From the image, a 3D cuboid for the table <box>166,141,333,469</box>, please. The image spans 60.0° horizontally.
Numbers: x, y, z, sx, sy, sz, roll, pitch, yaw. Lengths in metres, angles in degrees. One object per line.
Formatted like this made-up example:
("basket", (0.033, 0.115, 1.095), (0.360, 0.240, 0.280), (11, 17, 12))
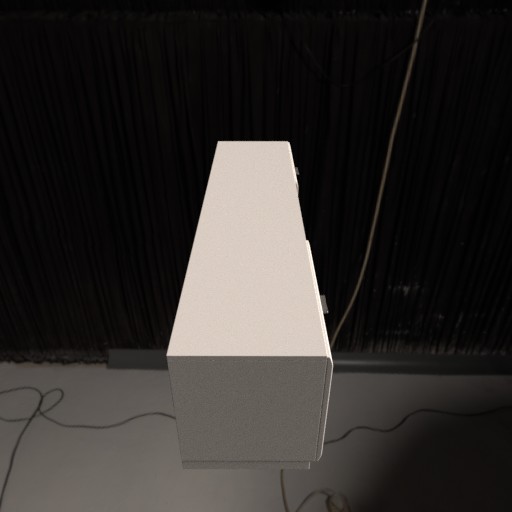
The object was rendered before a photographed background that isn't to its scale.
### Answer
("table", (0.000, 0.000, 1.770), (0.400, 0.440, 1.550), (0, 32, 0))
